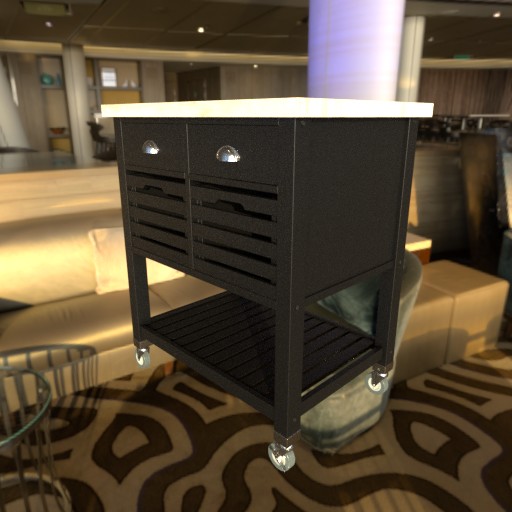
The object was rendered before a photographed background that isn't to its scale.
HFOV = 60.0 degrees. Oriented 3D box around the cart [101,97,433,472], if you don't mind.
[{"bbox_3d":[0.000,0.000,1.421,0.567,0.920,0.797,-17,24,-42],"label":"cart"}]
